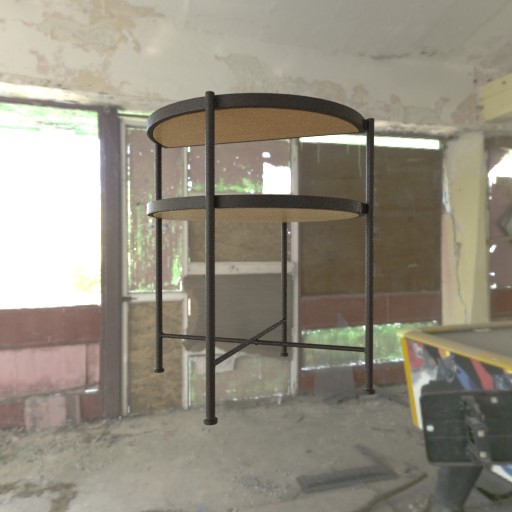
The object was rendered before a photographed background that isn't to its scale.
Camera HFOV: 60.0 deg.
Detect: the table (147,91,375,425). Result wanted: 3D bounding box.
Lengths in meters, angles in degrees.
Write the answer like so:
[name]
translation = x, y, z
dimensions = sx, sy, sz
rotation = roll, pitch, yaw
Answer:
[table]
translation = 0.000, 0.000, 1.202
dimensions = 0.629, 0.684, 0.628
rotation = 0, 1, 18
